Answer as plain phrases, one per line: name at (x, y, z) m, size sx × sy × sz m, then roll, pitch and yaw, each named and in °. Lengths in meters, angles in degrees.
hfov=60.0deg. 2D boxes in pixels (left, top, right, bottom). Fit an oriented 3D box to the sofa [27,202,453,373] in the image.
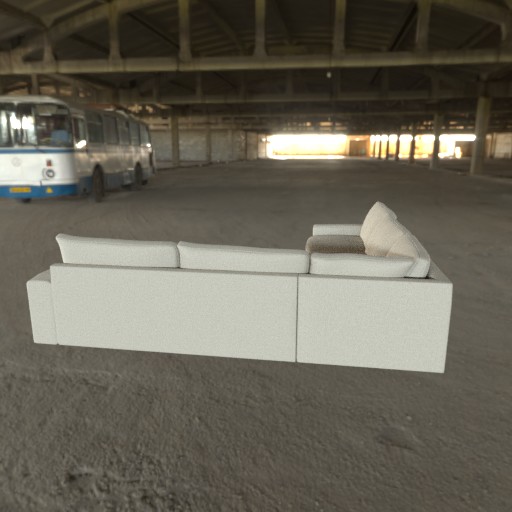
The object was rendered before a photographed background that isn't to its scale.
sofa at (0.000, 0.000, 4.757) m, size 3.206 × 0.918 × 3.066 m, roll 2°, pitch 14°, yaw 9°
